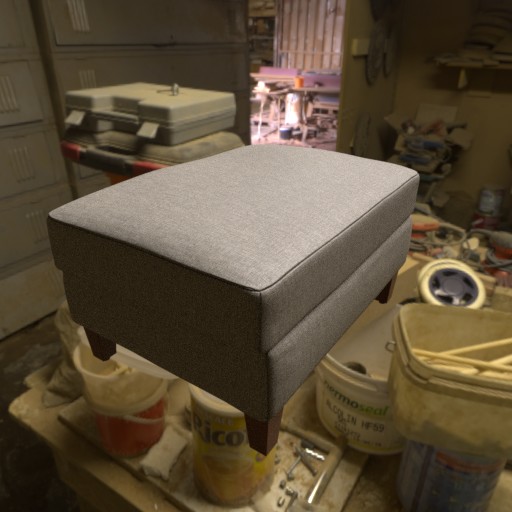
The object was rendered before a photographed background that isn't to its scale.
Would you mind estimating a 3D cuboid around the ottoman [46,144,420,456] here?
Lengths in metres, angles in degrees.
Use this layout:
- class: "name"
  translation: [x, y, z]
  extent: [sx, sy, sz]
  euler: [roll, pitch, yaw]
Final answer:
- class: "ottoman"
  translation: [0.000, 0.000, 1.242]
  extent: [0.639, 0.494, 0.873]
  euler: [17, 31, 31]
